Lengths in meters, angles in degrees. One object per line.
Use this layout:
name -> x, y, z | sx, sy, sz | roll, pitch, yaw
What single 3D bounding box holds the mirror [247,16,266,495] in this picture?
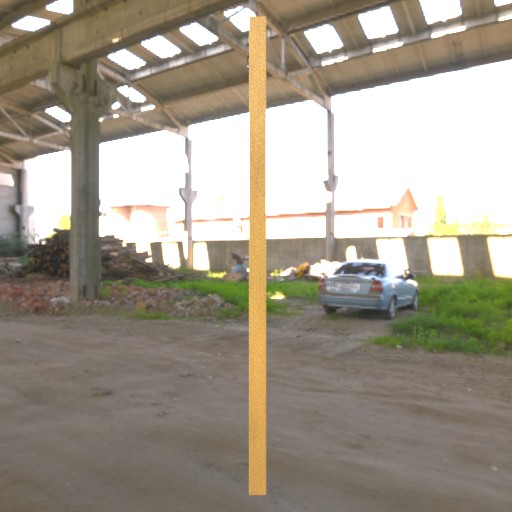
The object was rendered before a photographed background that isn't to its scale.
mirror -> 0.000, 0.000, 1.321 | 0.041, 1.016, 0.762 | 0, 0, 0
